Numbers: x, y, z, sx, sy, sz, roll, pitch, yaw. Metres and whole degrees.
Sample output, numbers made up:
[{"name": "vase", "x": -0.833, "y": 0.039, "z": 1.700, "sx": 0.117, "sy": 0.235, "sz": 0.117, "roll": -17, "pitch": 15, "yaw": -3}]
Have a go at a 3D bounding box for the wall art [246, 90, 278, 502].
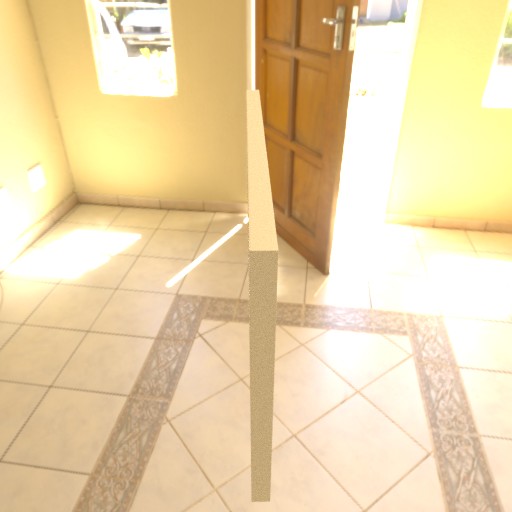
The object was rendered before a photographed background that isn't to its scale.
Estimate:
[{"name": "wall art", "x": 0.000, "y": 0.000, "z": 1.127, "sx": 0.038, "sy": 0.609, "sz": 0.914, "roll": -1, "pitch": 33, "yaw": -1}]
